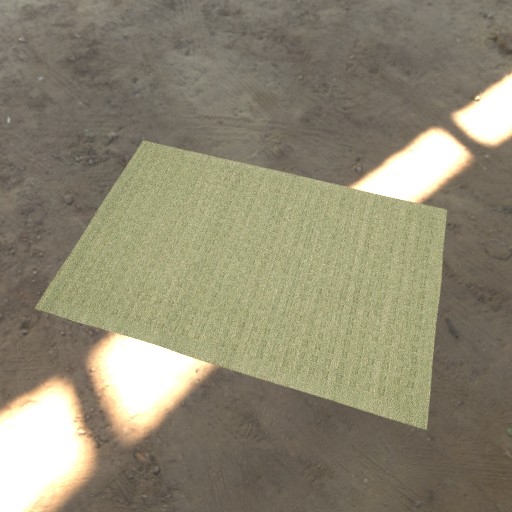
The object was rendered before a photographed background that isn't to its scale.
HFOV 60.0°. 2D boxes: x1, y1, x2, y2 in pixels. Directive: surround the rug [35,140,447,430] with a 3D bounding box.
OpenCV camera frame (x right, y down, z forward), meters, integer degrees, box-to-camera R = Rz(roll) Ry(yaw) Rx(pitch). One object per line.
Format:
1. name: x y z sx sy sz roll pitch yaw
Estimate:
1. rug: 0.000 0.000 2.161 1.747 0.006 1.143 15 58 9
